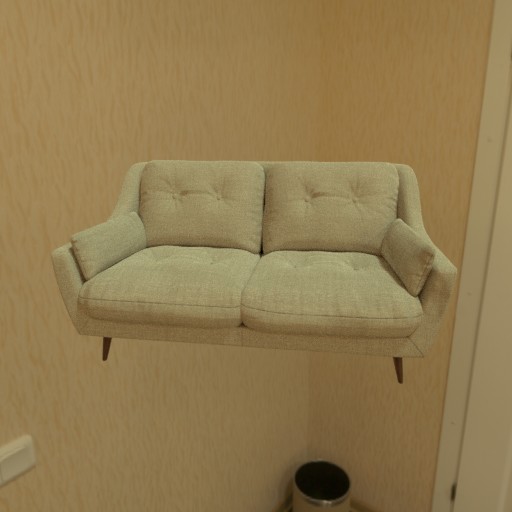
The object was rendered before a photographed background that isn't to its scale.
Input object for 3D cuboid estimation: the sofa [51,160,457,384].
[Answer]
[{"bbox_3d":[0.000,0.000,2.199,1.652,0.888,0.965,2,15,8],"label":"sofa"}]
